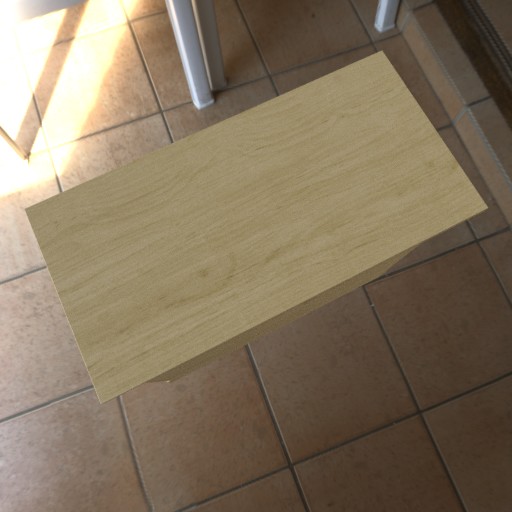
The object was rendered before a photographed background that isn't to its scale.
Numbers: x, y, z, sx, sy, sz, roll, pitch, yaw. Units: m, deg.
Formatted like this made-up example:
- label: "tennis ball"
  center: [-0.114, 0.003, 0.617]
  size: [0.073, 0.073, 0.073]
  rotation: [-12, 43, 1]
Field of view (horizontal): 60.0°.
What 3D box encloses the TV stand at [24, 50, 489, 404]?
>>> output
- label: "TV stand"
  center: [0.000, 0.000, 1.288]
  size: [0.851, 0.787, 0.430]
  rotation: [-26, 77, -7]
